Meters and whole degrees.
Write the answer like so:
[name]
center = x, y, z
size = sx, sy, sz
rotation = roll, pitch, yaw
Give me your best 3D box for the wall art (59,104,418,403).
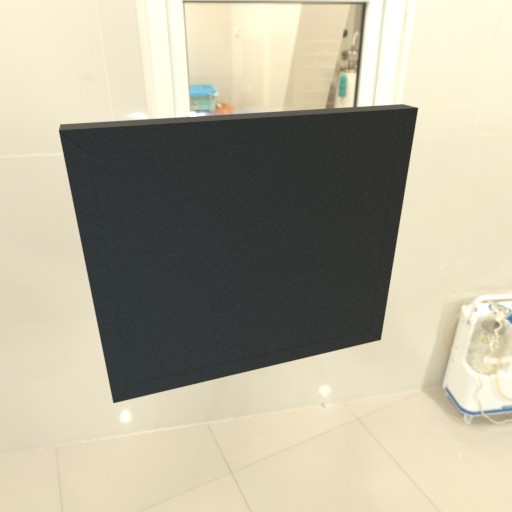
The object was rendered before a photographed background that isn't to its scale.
[wall art]
center = 0.000, 0.000, 0.537
size = 0.381, 0.330, 0.029
rotation = -9, 29, -17
